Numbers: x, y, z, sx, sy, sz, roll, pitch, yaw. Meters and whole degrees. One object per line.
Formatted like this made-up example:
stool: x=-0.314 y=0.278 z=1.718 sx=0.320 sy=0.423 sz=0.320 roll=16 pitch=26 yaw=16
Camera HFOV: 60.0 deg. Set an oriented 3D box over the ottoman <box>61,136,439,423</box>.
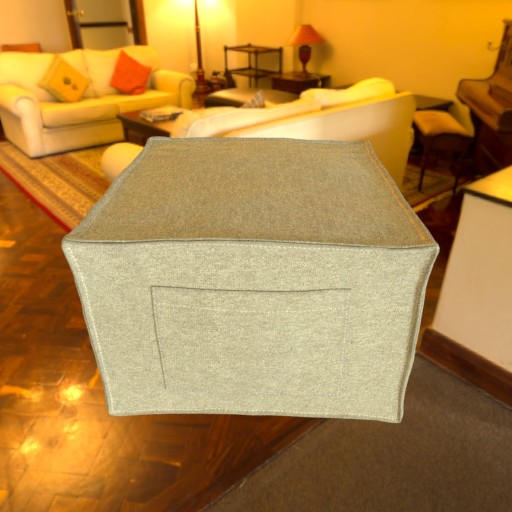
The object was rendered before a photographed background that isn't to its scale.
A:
ottoman: x=0.000 y=0.000 z=1.167 sx=0.707 sy=0.470 sz=0.696 roll=1 pitch=30 yaw=1
